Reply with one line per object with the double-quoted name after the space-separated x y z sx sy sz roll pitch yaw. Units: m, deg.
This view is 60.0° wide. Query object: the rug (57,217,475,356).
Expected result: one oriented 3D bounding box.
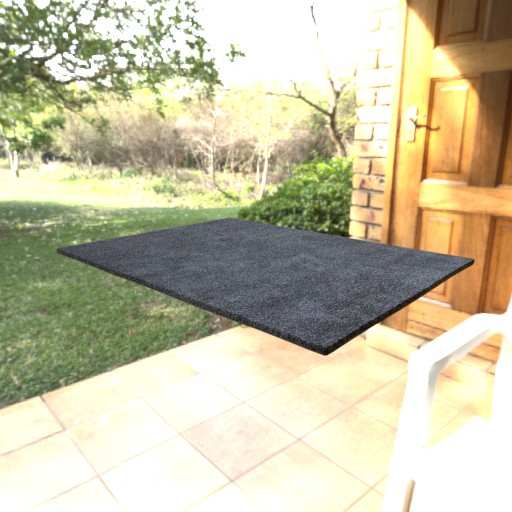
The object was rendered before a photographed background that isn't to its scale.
0.000 0.000 2.110 1.601 0.025 1.198 13 20 41 "rug"
